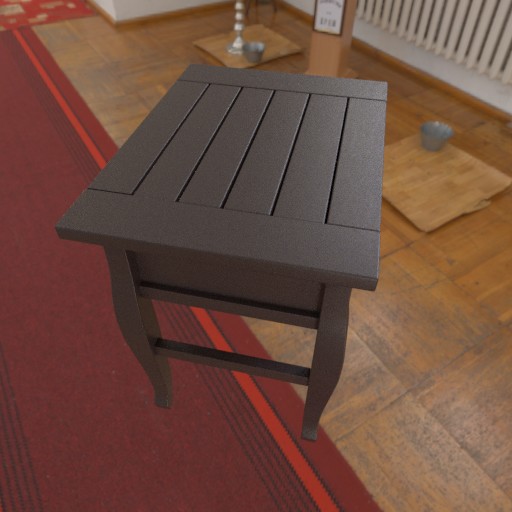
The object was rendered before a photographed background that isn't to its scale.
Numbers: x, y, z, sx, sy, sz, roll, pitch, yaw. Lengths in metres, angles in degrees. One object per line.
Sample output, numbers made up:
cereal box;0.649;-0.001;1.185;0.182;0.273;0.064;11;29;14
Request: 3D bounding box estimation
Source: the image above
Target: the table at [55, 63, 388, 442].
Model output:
table;0.000;0.000;1.021;0.460;0.605;0.602;9;46;9
